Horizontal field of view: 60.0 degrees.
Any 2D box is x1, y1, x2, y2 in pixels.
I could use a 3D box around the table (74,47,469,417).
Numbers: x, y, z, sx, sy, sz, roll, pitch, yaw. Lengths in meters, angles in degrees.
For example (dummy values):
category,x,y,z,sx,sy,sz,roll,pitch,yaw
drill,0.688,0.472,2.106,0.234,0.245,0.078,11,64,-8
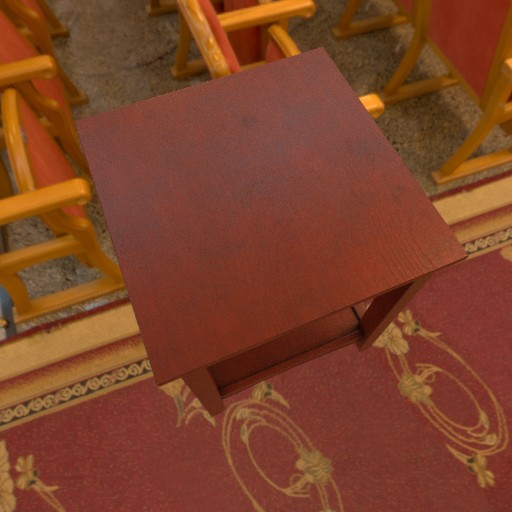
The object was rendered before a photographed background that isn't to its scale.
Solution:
category,x,y,z,sx,sy,sz,roll,pitch,yaw
table,0.000,0.000,0.989,0.522,0.558,0.523,-18,66,-9
